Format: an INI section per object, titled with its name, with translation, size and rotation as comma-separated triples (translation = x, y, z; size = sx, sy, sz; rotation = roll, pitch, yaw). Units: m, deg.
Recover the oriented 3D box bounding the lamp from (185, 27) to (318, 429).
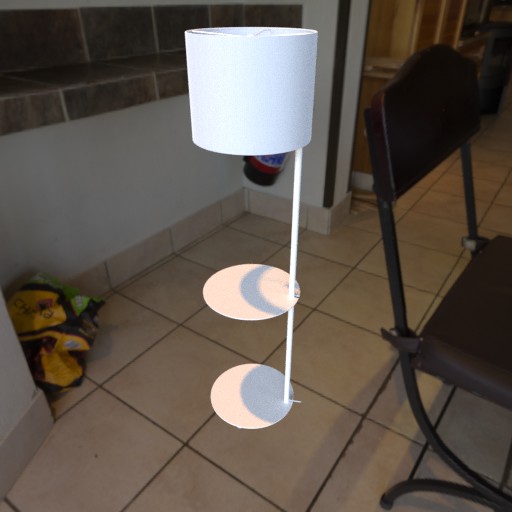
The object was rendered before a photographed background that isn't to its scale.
[lamp]
translation = 0.000, 0.000, 1.616
size = 0.405, 1.465, 0.372
rotation = 8, 31, 14
